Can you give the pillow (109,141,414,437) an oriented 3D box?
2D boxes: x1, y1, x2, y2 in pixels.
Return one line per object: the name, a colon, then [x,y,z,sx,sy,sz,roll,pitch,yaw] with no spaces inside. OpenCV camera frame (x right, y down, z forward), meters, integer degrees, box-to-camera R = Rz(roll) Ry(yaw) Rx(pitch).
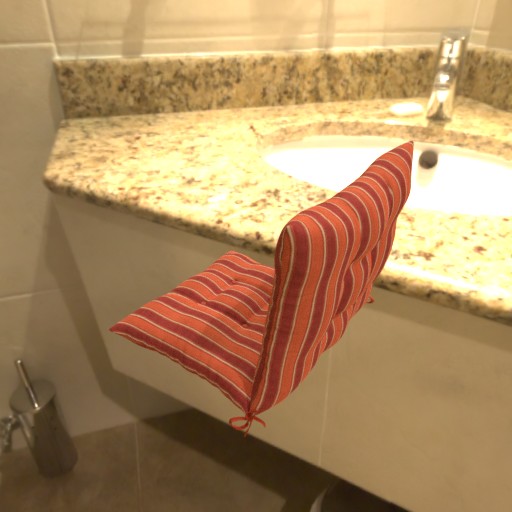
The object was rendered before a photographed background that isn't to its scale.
pillow: [0.000,0.000,1.066,0.585,0.536,0.541,22,38,30]
